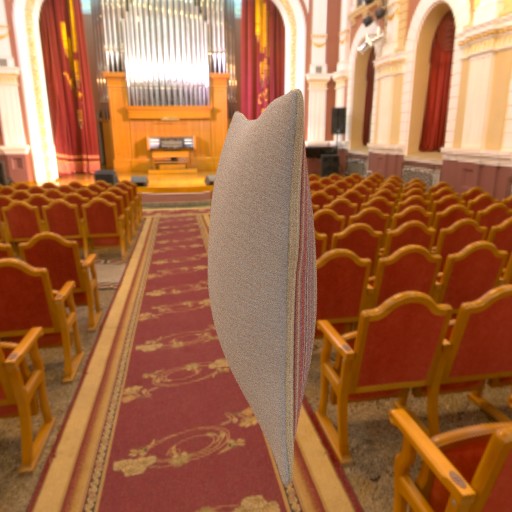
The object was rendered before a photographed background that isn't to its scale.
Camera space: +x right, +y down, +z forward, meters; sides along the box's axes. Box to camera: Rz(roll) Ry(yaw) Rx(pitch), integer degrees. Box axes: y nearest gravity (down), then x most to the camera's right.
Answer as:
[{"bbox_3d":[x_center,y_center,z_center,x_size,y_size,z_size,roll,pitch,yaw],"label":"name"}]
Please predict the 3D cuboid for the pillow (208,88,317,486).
[{"bbox_3d":[0.000,0.000,0.640,0.136,0.419,0.437,-3,15,-9],"label":"pillow"}]
